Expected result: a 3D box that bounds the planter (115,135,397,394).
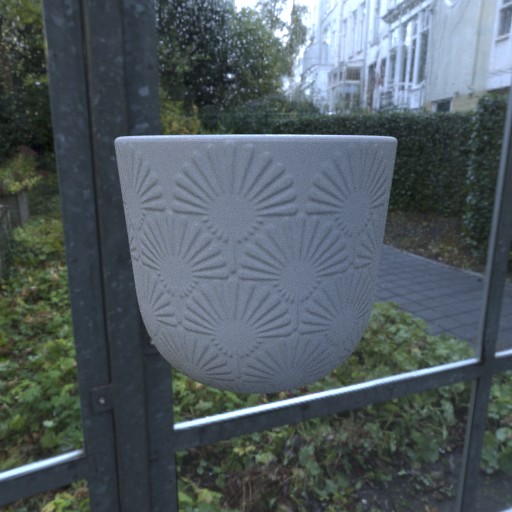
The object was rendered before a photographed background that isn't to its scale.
[{"bbox_3d":[0.000,0.000,0.295,0.170,0.152,0.170,0,14,0],"label":"planter"}]
